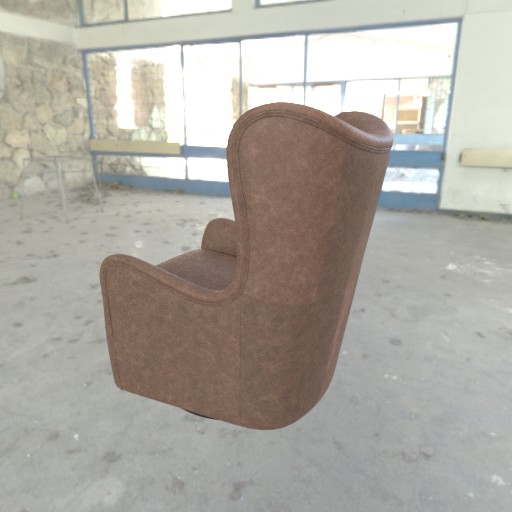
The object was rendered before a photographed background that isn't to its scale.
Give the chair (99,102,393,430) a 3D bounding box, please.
[{"bbox_3d":[0.000,0.000,1.708,0.930,1.079,0.831,8,18,25],"label":"chair"}]
